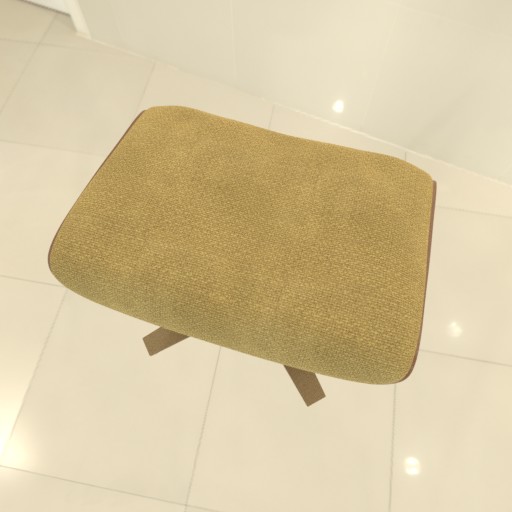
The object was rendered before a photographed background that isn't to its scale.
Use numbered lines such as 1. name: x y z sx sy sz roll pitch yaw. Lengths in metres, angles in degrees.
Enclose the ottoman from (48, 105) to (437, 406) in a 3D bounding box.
1. ottoman: 0.000 0.000 0.804 0.520 0.391 0.394 16 66 7
